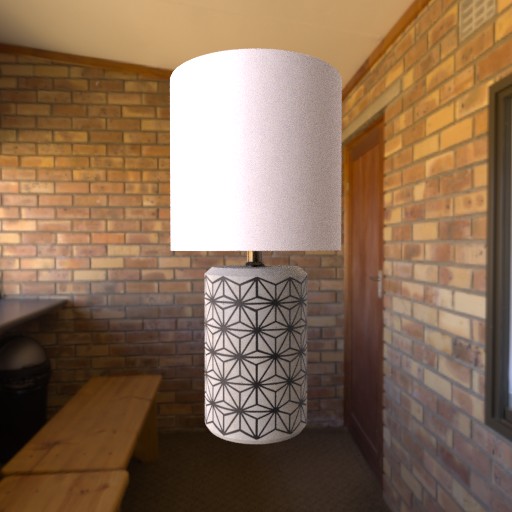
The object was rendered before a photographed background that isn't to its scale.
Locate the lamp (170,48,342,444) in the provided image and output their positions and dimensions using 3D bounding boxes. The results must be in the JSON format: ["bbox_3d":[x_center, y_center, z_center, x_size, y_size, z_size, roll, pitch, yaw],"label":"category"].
[{"bbox_3d":[0.000,0.000,0.547,0.206,0.416,0.206,-1,1,-37],"label":"lamp"}]
